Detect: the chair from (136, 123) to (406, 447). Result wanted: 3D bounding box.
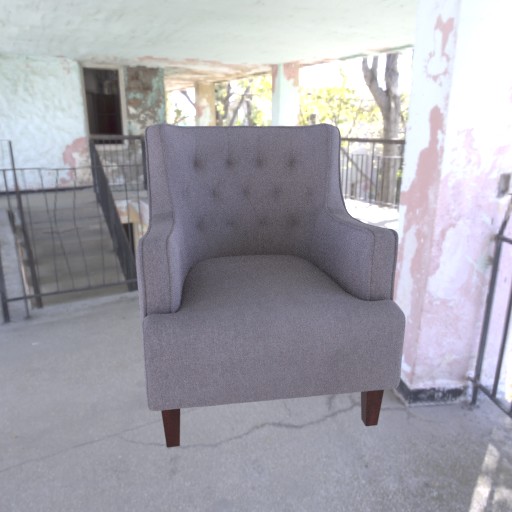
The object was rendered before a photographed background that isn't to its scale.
[{"bbox_3d":[0.000,0.000,1.599,0.781,0.919,0.910,-3,17,-8],"label":"chair"}]
